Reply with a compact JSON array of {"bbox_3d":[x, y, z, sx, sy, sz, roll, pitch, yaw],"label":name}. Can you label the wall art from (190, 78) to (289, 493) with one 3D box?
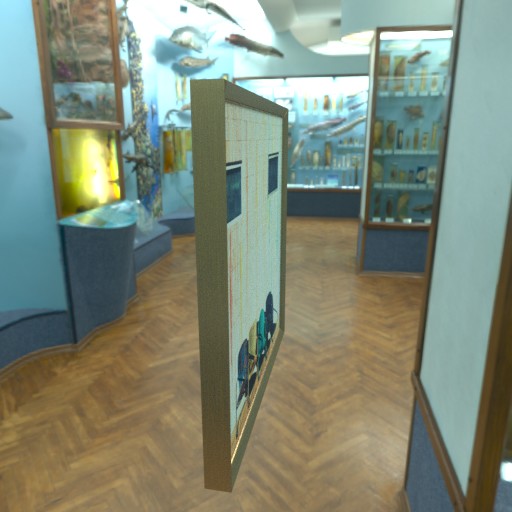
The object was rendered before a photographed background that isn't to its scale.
[{"bbox_3d":[0.000,0.000,0.755,0.037,0.505,0.505,3,15,11],"label":"wall art"}]
